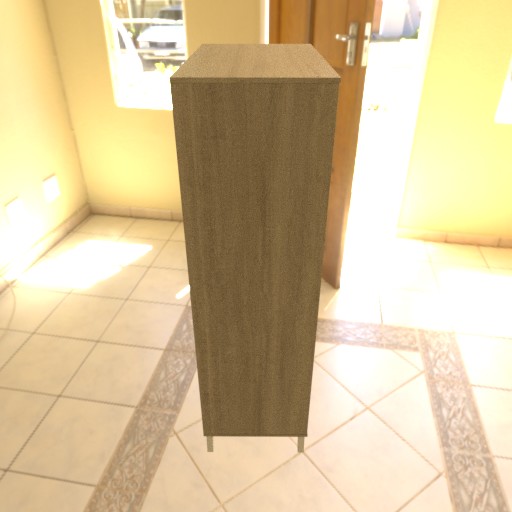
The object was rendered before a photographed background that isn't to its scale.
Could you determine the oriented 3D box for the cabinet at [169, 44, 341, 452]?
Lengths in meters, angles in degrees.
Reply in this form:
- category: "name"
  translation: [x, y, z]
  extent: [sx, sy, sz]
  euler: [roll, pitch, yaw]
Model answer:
- category: "cabinet"
  translation: [0.000, 0.000, 2.421]
  extent: [0.571, 1.999, 1.006]
  euler: [0, 31, 0]
